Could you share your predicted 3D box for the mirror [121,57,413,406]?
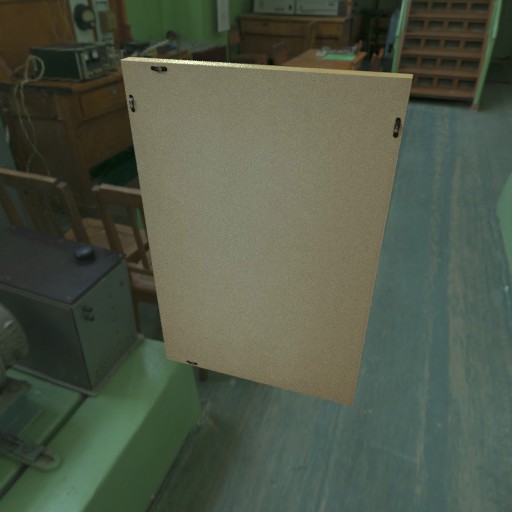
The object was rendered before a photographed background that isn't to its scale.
[{"bbox_3d":[0.000,0.000,1.146,0.609,0.915,0.041,10,35,15],"label":"mirror"}]
